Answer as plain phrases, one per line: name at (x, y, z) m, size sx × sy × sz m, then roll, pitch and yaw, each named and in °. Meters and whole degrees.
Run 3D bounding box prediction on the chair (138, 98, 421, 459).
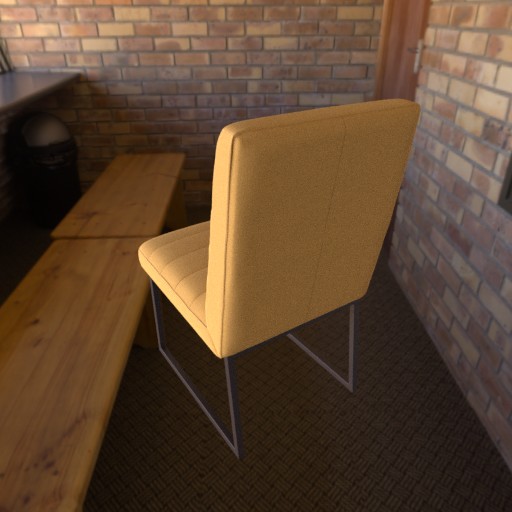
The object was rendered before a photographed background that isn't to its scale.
chair at (0.000, 0.000, 1.319) m, size 0.520 × 0.930 × 0.634 m, roll -18°, pitch 34°, yaw -29°
